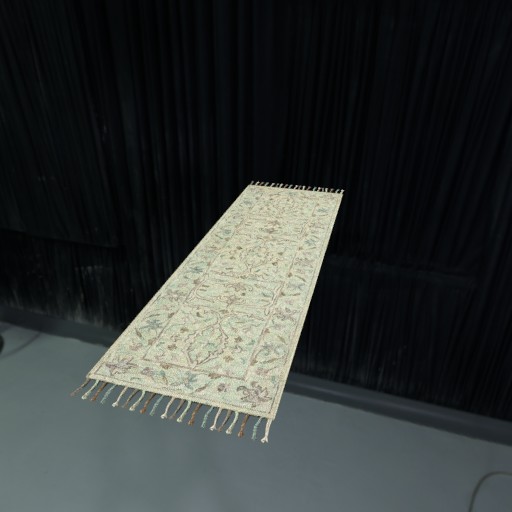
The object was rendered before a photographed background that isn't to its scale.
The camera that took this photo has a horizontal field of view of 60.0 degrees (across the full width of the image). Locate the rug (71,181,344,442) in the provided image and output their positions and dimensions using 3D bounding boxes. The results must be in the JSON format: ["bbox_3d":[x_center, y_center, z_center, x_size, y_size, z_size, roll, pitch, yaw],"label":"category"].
[{"bbox_3d":[0.000,0.000,2.594,0.769,0.013,2.440,8,30,14],"label":"rug"}]
